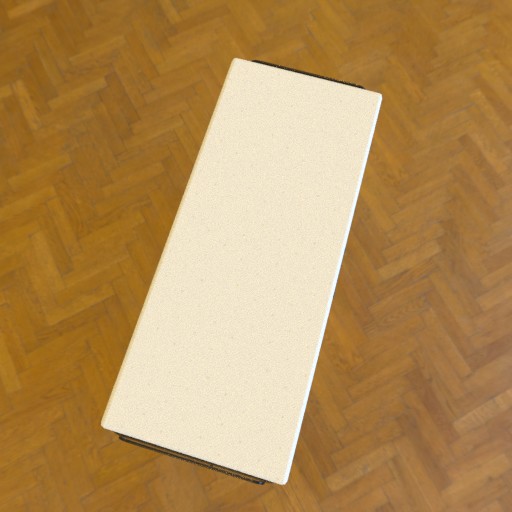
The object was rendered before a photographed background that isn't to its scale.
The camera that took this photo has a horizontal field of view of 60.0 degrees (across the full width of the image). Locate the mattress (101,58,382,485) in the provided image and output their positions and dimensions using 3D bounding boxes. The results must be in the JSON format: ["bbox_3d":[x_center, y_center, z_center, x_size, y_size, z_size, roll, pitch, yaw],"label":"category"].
[{"bbox_3d":[0.000,0.000,2.495,0.922,0.519,2.153,16,75,4],"label":"mattress"}]
